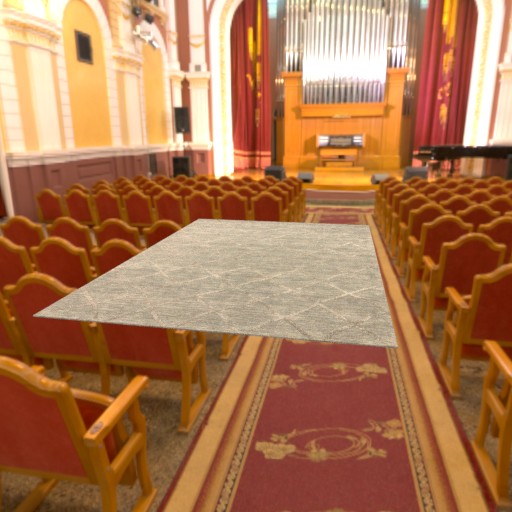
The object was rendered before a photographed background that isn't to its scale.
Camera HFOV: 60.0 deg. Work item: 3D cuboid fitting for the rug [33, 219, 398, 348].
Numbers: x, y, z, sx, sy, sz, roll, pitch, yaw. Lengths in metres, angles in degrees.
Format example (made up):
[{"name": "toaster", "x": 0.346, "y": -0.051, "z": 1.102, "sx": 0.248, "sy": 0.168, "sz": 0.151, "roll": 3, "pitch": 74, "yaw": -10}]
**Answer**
[{"name": "rug", "x": 0.000, "y": 0.000, "z": 2.858, "sx": 1.521, "sy": 0.006, "sz": 2.283, "roll": 3, "pitch": 16, "yaw": 11}]
